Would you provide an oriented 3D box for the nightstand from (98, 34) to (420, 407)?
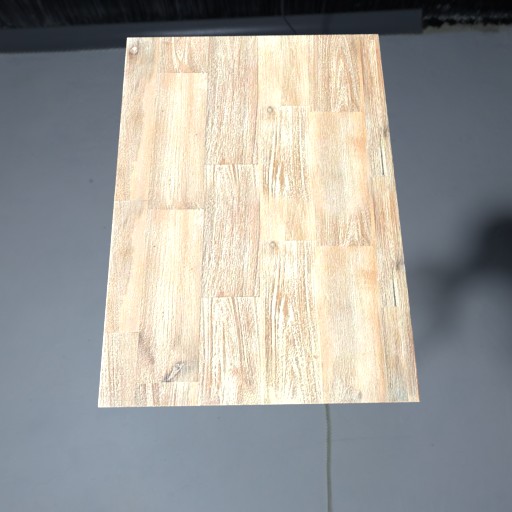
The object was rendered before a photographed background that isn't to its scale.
[{"bbox_3d":[0.000,0.000,0.903,0.396,0.589,0.552,-1,74,0],"label":"nightstand"}]
